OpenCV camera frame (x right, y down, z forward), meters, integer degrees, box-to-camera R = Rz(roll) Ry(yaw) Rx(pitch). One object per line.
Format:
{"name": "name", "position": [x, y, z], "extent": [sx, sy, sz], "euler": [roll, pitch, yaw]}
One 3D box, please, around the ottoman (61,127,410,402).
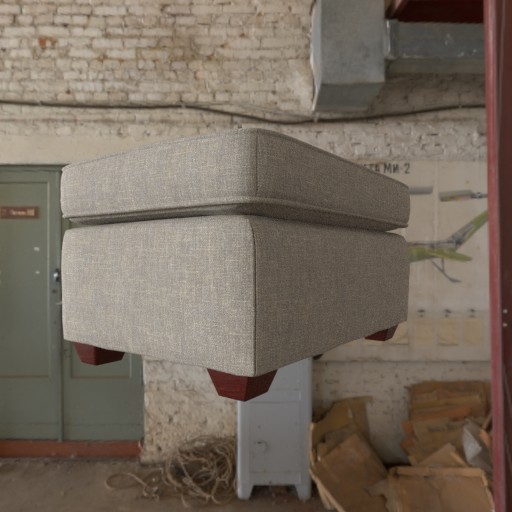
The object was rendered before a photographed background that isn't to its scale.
{"name": "ottoman", "position": [0.000, 0.000, 1.092], "extent": [0.559, 0.457, 0.762], "euler": [0, 0, 36]}
